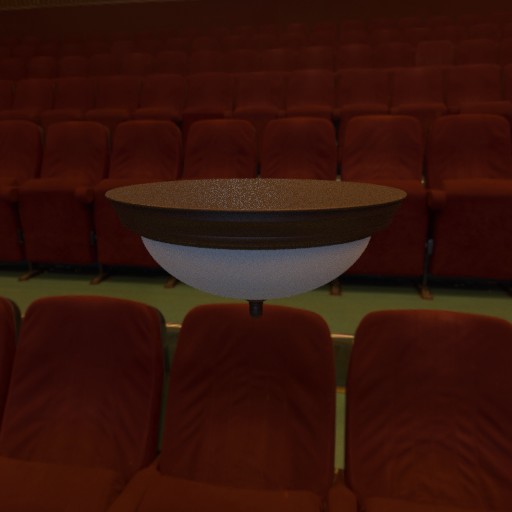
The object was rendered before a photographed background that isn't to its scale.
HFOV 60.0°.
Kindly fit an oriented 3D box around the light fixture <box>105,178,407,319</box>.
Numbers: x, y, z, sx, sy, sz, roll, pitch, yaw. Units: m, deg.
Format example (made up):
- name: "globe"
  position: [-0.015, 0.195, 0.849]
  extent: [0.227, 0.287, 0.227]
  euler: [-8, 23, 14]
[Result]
- name: "light fixture"
  position: [0.000, 0.000, 0.448]
  extent: [0.280, 0.135, 0.280]
  euler: [0, 14, 0]
